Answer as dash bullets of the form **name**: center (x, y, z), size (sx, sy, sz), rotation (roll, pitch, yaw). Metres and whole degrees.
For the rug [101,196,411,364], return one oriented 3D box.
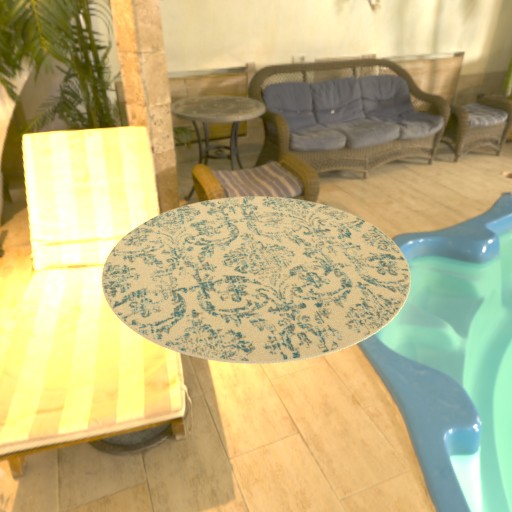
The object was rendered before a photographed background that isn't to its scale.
- **rug**: center (0.000, 0.000, 2.379), size (1.593, 0.012, 1.593), rotation (0, 31, 0)
